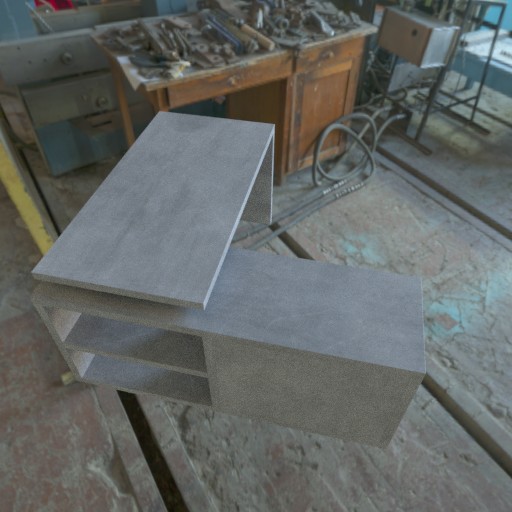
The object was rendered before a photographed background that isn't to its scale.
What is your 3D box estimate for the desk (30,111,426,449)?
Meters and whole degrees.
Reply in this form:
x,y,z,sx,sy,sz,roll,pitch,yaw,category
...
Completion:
x,y,z,sx,sy,sz,roll,pitch,yaw,category
0.000,0.000,2.304,1.500,0.740,1.400,9,46,9,desk
